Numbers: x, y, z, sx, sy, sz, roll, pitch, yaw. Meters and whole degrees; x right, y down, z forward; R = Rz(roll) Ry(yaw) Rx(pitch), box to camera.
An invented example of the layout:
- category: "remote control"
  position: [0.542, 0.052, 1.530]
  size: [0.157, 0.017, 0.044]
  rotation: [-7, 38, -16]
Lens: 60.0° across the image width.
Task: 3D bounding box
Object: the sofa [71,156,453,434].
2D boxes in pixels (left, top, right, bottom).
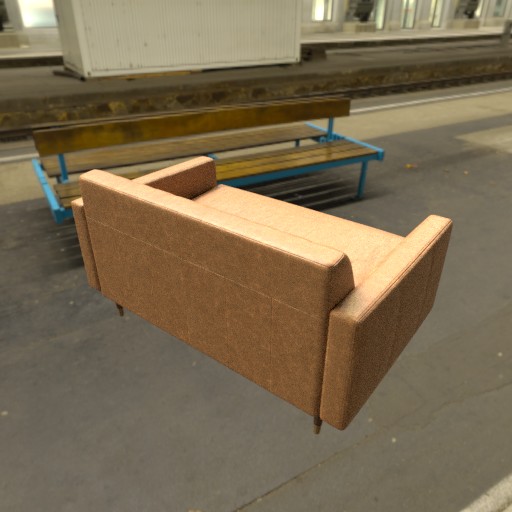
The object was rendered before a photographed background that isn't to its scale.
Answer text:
- category: "sofa"
  position: [0.000, 0.000, 2.160]
  size: [1.549, 0.820, 0.960]
  rotation: [21, 36, 32]
